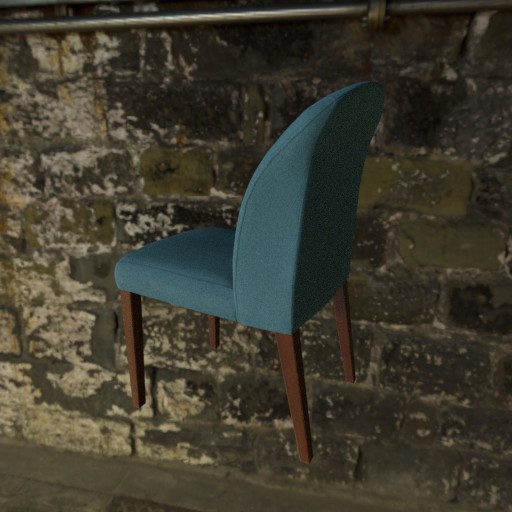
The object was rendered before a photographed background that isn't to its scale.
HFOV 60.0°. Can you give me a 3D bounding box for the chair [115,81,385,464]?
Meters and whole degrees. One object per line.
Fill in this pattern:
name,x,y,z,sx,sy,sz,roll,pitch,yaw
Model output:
chair,0.000,0.000,1.241,0.620,0.879,0.507,8,17,26
